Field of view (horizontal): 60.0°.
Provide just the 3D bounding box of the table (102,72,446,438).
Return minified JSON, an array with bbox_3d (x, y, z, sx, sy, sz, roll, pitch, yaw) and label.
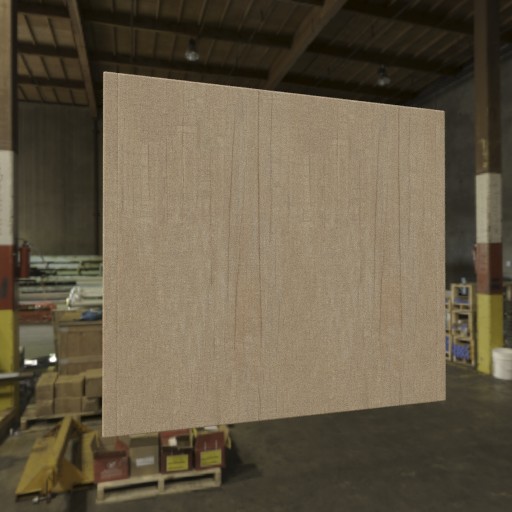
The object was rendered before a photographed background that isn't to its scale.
[{"bbox_3d":[0.000,0.000,0.898,0.570,0.510,0.420,0,-1,-17],"label":"table"}]
